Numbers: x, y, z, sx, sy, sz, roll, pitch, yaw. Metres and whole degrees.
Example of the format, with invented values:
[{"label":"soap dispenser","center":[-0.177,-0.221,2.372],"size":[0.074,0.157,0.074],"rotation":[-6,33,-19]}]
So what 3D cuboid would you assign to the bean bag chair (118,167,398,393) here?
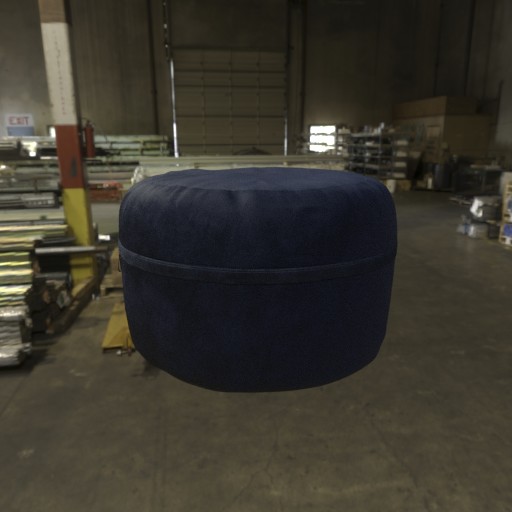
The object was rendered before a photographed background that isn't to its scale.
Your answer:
[{"label":"bean bag chair","center":[0.000,0.000,2.022],"size":[1.219,0.762,1.219],"rotation":[0,15,0]}]
